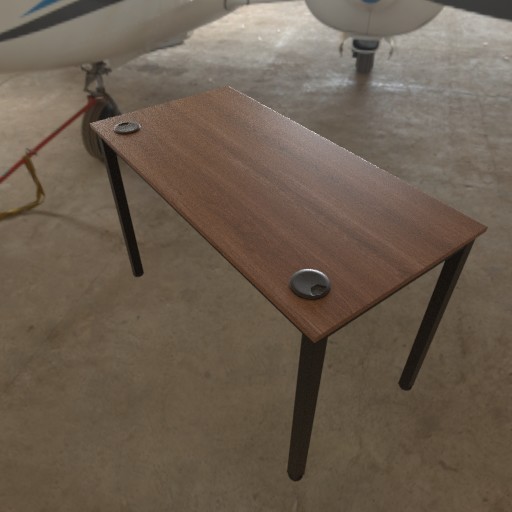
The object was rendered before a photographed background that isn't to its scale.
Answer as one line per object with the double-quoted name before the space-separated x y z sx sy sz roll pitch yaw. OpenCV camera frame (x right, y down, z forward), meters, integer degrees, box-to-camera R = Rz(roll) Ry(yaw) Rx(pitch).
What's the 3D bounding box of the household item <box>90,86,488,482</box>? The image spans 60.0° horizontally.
"household item" 0.000 0.000 1.614 0.600 0.750 1.200 -26 48 -26
